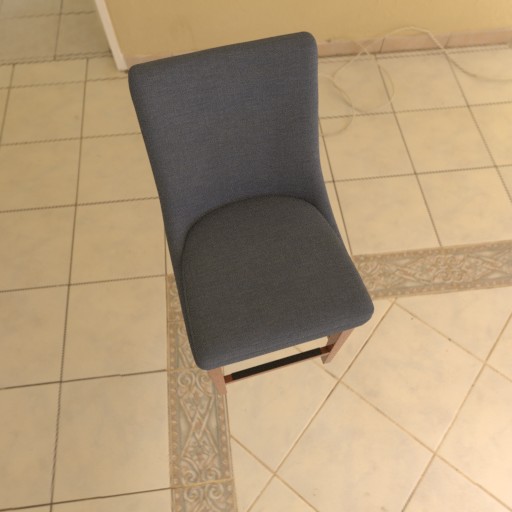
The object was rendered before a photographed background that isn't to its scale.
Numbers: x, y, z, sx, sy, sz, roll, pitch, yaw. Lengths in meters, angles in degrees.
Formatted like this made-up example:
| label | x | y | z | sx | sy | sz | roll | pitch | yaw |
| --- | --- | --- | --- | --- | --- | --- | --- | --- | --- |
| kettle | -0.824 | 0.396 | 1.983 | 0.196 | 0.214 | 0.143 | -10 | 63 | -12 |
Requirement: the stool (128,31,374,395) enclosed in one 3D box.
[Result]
| label | x | y | z | sx | sy | sz | roll | pitch | yaw |
| --- | --- | --- | --- | --- | --- | --- | --- | --- | --- |
| stool | 0.000 | 0.000 | 1.266 | 0.470 | 0.981 | 0.577 | -15 | 64 | -7 |
